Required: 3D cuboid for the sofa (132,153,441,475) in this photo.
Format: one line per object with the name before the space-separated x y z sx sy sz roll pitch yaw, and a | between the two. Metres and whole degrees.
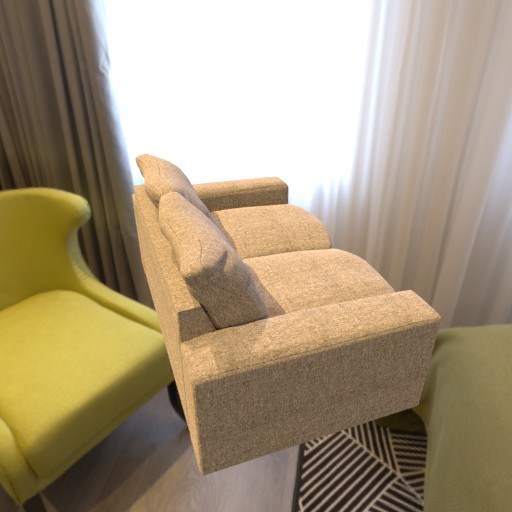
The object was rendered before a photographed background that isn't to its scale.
sofa | 0.000 0.000 2.400 1.094 0.877 1.758 -10 32 -17
